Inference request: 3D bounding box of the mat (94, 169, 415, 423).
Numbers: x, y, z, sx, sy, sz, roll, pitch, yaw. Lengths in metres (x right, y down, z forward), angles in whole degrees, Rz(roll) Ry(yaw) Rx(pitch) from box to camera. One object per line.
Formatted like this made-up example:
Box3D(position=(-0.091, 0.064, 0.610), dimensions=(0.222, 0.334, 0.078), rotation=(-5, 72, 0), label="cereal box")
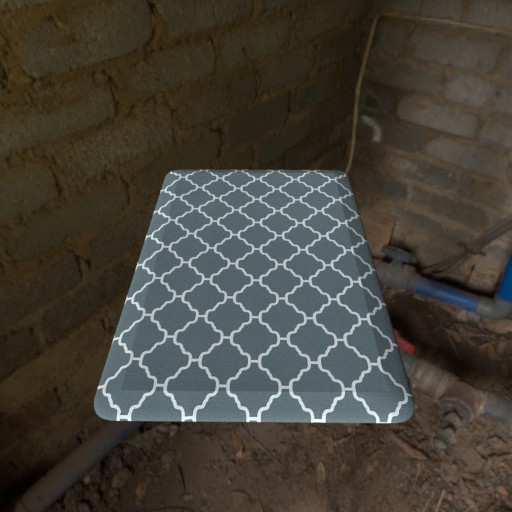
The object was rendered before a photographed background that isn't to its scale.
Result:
Box3D(position=(0.000, 0.000, 0.961), dimensions=(0.508, 0.021, 0.762), rotation=(0, 40, 0), label="mat")
